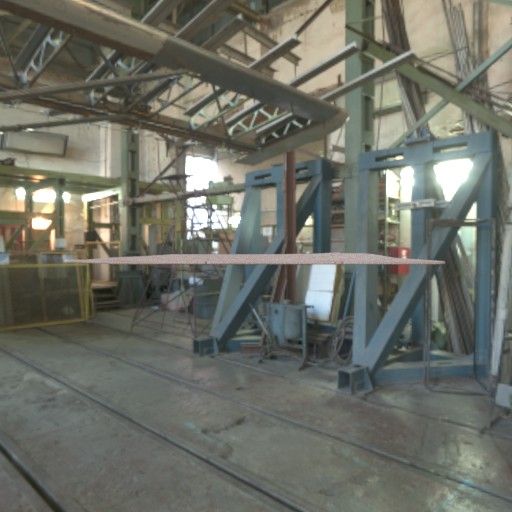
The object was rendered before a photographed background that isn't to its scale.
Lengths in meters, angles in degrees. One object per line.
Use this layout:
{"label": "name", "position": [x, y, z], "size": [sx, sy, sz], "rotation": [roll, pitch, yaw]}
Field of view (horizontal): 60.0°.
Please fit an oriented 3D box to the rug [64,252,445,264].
{"label": "rug", "position": [0.000, 0.000, 2.319], "size": [1.230, 0.025, 1.837], "rotation": [0, 1, 0]}
